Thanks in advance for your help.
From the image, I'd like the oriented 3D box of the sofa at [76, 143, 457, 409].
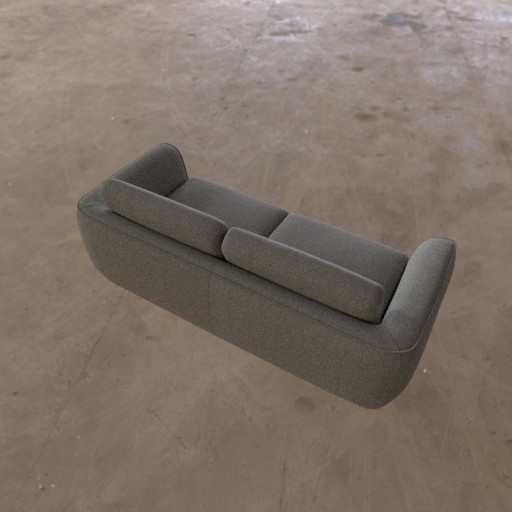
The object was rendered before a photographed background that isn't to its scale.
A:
[{"bbox_3d":[0.000,0.000,2.531,2.000,0.870,0.920,23,49,21],"label":"sofa"}]
